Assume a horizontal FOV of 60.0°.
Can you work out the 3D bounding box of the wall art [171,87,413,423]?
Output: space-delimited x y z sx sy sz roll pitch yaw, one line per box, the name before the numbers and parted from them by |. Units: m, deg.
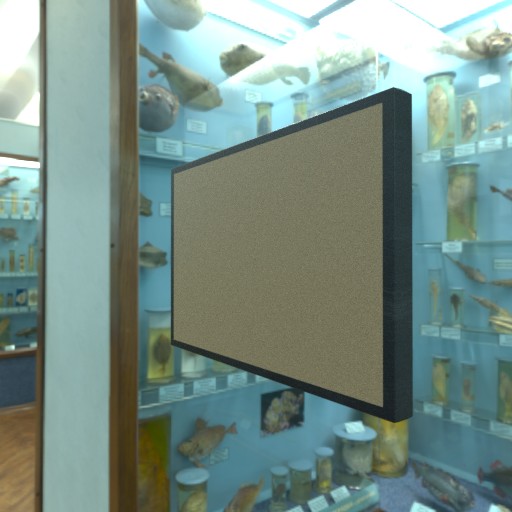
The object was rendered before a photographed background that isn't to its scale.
wall art | 0.000 0.000 0.790 0.038 0.409 0.610 0 -1 -37
